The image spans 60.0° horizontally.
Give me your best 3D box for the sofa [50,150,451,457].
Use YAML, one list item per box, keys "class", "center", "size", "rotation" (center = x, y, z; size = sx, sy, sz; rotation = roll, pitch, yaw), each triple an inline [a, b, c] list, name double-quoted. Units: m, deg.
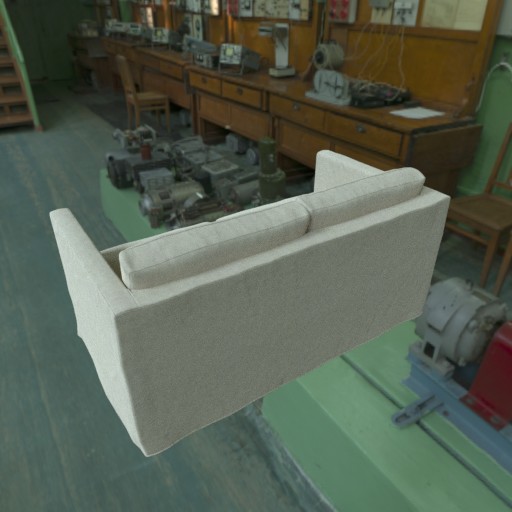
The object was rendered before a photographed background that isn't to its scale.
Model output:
- class: "sofa"
  center: [0.000, 0.000, 2.251]
  size: [1.719, 0.835, 0.962]
  rotation: [-19, 35, -28]
